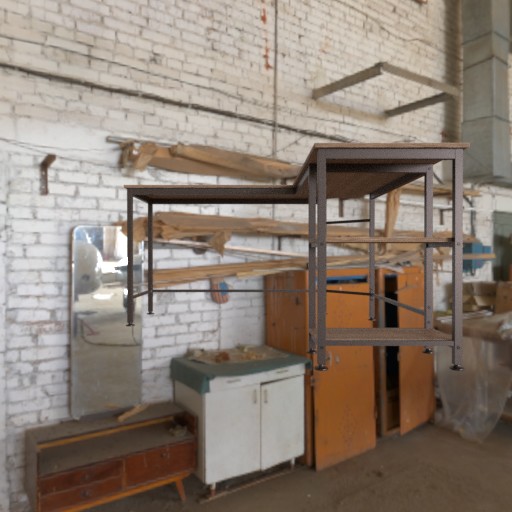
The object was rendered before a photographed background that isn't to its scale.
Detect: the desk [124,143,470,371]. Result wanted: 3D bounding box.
[{"bbox_3d":[0.000,0.000,2.123,1.379,0.739,1.379,0,0,0],"label":"desk"}]
